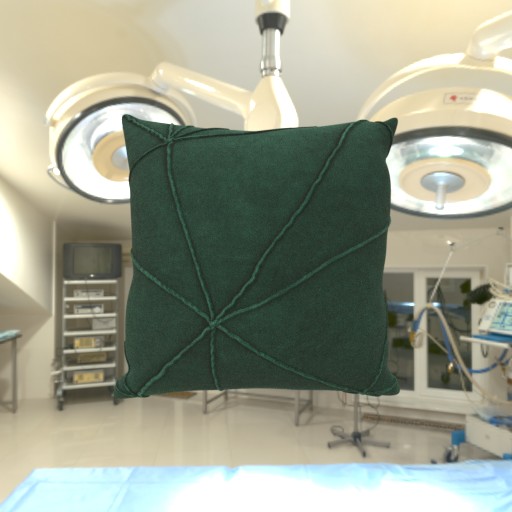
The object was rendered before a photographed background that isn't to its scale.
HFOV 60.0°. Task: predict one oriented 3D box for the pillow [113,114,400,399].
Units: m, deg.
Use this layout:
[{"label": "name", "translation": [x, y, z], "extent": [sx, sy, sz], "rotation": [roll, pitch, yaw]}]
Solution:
[{"label": "pillow", "translation": [0.000, 0.000, 0.678], "extent": [0.439, 0.440, 0.184], "rotation": [0, -1, 1]}]
